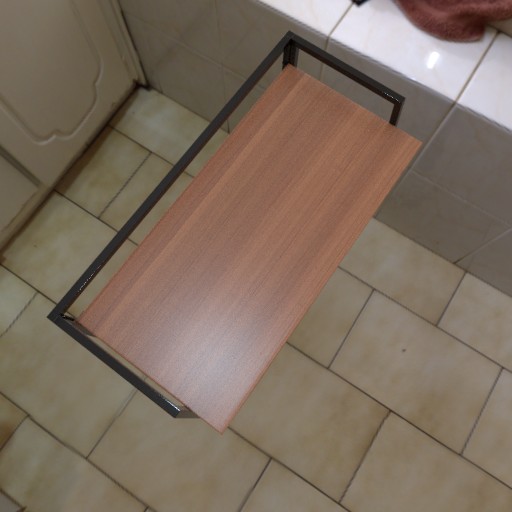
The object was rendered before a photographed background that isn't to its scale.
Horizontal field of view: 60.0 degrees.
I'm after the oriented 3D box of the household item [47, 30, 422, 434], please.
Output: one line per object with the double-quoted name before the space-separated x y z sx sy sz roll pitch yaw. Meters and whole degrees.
"household item" 0.000 0.000 1.567 0.510 0.860 1.050 35 77 9
